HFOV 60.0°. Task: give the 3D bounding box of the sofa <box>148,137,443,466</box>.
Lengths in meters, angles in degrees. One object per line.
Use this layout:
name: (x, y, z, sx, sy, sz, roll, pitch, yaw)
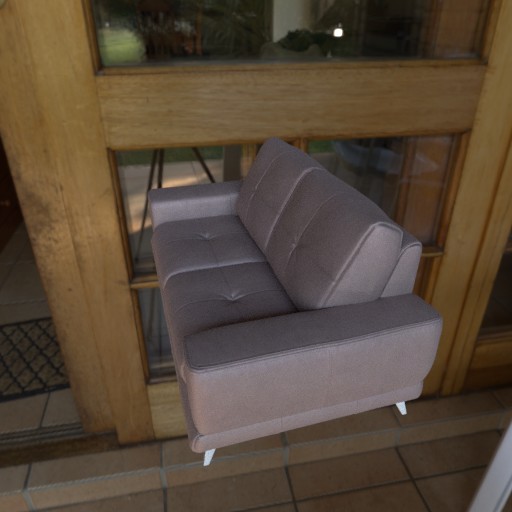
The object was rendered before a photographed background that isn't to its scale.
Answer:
sofa: (0.000, 0.000, 2.351, 1.018, 0.907, 1.806, -8, 30, -14)
